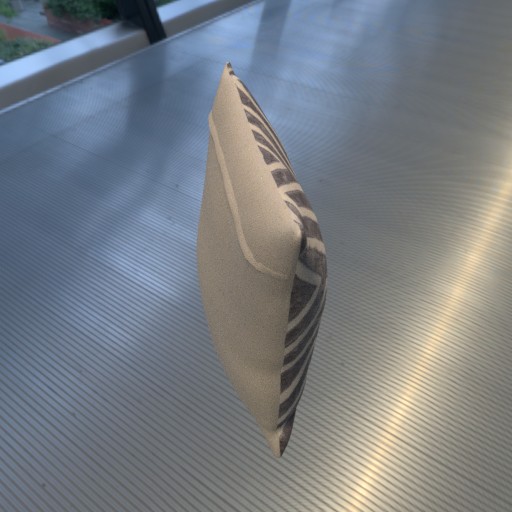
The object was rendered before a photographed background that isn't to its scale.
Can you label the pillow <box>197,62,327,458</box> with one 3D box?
[{"bbox_3d":[0.000,0.000,0.679,0.182,0.441,0.440,-8,44,-8],"label":"pillow"}]
